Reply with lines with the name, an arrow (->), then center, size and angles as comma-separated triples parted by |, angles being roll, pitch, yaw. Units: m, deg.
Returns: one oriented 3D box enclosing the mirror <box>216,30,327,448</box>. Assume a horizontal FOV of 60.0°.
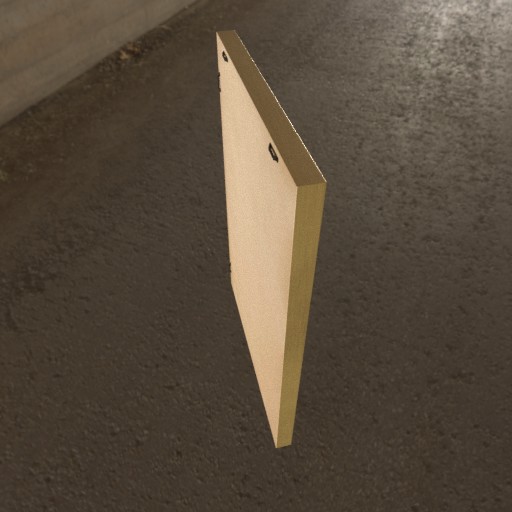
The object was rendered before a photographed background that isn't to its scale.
mirror -> 0.000, 0.000, 0.913 | 0.040, 0.710, 0.507 | -10, 46, -10
